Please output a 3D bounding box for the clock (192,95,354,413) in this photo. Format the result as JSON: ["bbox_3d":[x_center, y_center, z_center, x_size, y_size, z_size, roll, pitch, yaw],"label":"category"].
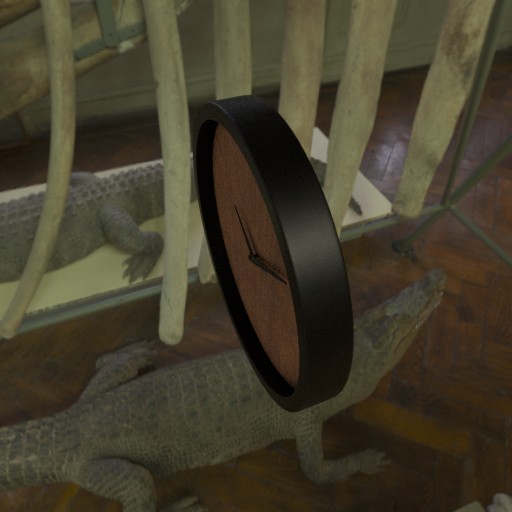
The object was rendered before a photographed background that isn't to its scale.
[{"bbox_3d":[0.000,0.000,0.461,0.040,0.314,0.314,-16,48,-15],"label":"clock"}]
